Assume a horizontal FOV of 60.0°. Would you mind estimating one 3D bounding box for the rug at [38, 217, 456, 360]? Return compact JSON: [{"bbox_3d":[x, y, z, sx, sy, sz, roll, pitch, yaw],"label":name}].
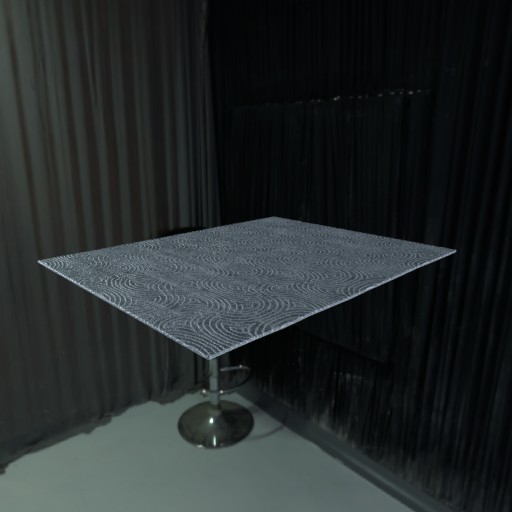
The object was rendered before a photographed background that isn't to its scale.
[{"bbox_3d":[0.000,0.000,4.118,3.042,0.021,2.456,-15,21,-42],"label":"rug"}]
